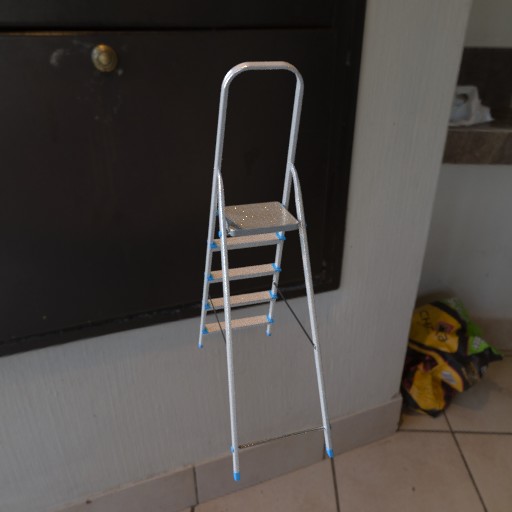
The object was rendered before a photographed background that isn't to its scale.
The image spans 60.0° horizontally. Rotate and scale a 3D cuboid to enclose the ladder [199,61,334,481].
[{"bbox_3d":[0.000,0.000,2.037,0.468,1.648,0.990,-7,27,-14],"label":"ladder"}]
